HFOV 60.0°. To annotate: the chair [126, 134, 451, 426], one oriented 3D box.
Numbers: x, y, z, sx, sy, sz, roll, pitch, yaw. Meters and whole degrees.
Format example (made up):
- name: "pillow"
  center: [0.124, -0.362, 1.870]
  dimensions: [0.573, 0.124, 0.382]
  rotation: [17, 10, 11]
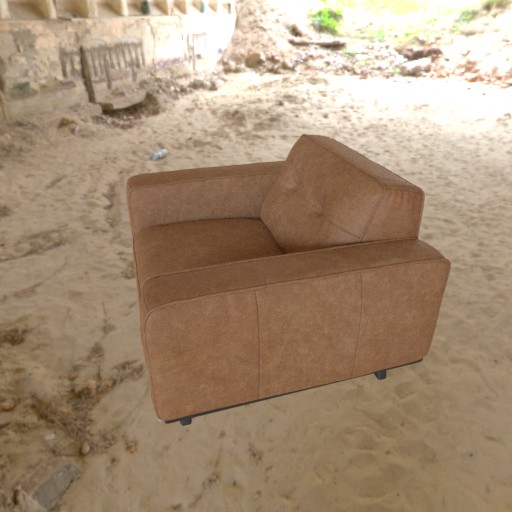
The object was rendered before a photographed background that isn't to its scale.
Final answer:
- name: "chair"
  center: [0.000, 0.000, 1.767]
  dimensions: [0.952, 0.782, 1.118]
  rotation: [-8, 30, -14]
